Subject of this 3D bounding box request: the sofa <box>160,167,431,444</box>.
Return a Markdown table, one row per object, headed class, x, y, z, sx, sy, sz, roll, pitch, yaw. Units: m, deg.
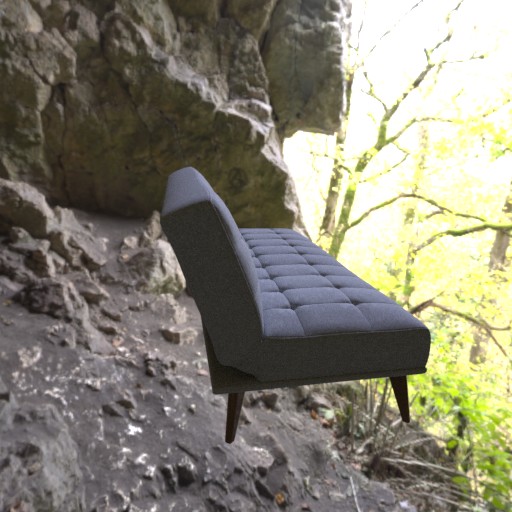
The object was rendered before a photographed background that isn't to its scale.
| class | x | y | z | sx | sy | sz | roll | pitch | yaw |
| --- | --- | --- | --- | --- | --- | --- | --- | --- | --- |
| sofa | 0.000 | 0.000 | 2.225 | 0.860 | 0.810 | 1.800 | -3 | 14 | -10 |
